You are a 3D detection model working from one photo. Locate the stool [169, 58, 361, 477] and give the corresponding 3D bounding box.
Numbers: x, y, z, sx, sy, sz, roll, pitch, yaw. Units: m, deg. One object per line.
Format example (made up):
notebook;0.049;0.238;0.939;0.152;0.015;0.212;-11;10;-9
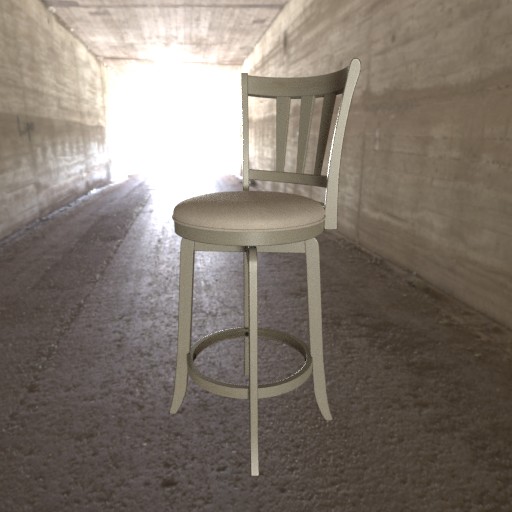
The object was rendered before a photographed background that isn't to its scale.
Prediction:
stool;0.000;0.000;1.282;0.475;1.042;0.436;-15;22;-43
